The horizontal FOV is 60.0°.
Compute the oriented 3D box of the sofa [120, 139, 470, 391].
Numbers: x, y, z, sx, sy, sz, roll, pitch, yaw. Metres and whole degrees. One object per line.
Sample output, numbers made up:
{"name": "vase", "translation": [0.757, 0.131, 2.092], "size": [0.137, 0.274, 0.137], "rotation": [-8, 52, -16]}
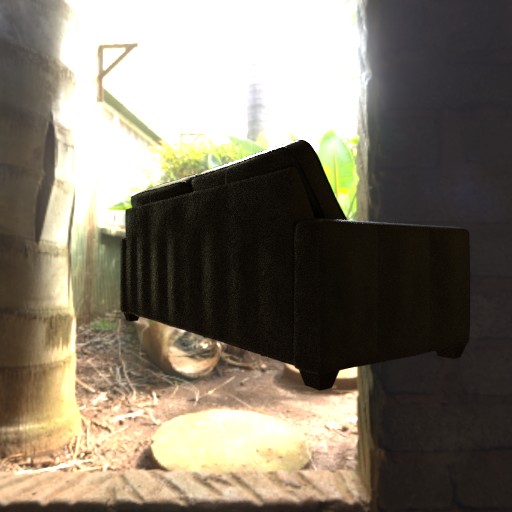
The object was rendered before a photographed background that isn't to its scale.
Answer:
{"name": "sofa", "translation": [0.000, 0.000, 2.571], "size": [0.939, 0.916, 2.081], "rotation": [0, 0, -35]}
